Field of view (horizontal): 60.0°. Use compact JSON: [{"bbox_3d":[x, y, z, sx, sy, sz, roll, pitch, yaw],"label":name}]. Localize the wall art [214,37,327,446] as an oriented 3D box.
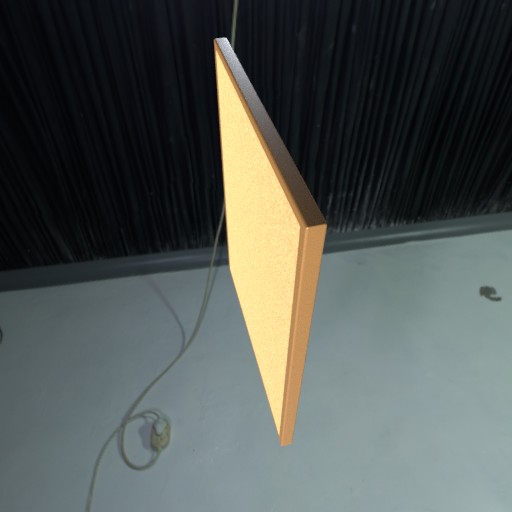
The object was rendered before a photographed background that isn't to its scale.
[{"bbox_3d":[0.000,0.000,0.522,0.015,0.379,0.310,-11,48,-10],"label":"wall art"}]
